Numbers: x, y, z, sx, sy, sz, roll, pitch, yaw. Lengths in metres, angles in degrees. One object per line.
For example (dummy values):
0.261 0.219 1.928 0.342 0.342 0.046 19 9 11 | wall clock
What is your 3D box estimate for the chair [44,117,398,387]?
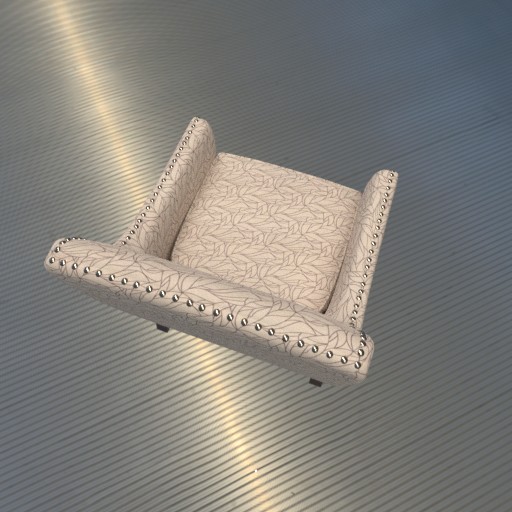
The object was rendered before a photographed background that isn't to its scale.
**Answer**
0.000 0.000 1.243 0.623 0.816 0.651 18 65 8 | chair
